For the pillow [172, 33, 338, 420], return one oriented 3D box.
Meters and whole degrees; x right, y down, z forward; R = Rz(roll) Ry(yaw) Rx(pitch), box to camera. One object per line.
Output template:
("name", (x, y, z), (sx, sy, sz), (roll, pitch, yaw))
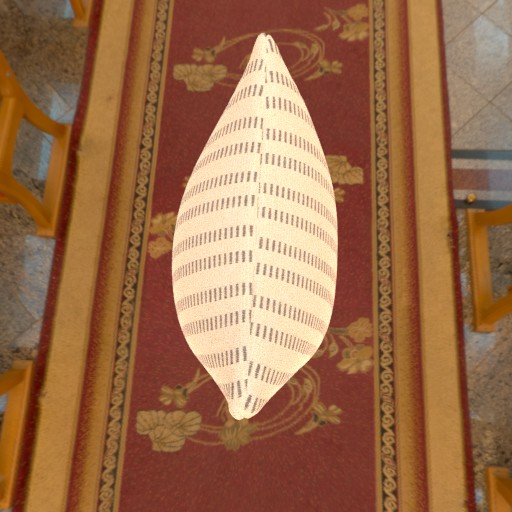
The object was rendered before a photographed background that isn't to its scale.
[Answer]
("pillow", (0.000, 0.000, 0.662), (0.247, 0.419, 0.438), (3, 75, 1))
